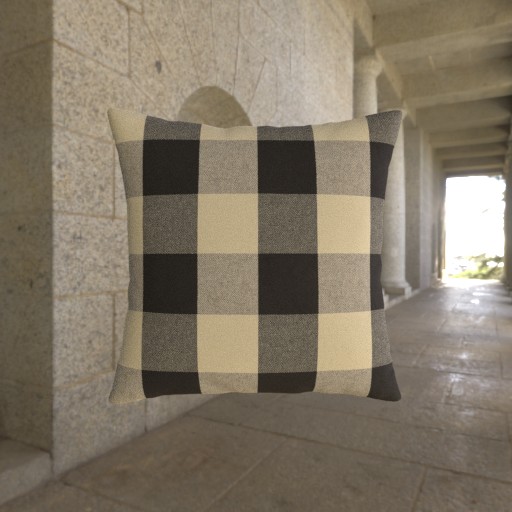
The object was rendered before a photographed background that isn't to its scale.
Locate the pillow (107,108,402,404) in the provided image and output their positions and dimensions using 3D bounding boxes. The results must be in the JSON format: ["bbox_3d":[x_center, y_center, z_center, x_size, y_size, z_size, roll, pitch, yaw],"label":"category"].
[{"bbox_3d":[0.000,0.000,0.769,0.511,0.509,0.161,0,0,-1],"label":"pillow"}]
